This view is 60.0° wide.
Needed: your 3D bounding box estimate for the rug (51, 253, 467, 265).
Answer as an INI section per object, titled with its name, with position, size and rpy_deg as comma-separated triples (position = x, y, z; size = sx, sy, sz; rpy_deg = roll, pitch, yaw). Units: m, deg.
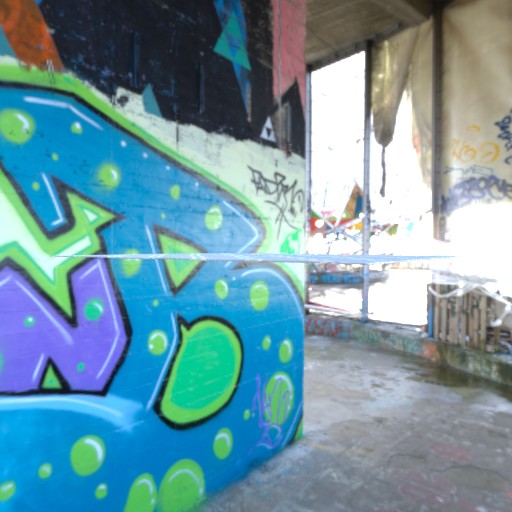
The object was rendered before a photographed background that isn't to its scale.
[rug]
position = 0.000, 0.000, 2.777
size = 2.133, 0.013, 1.522
rpy_deg = 1, 1, 37
